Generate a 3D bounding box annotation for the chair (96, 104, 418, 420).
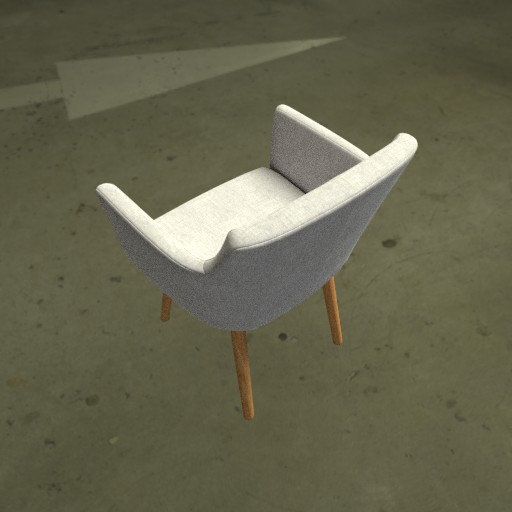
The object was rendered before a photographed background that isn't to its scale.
[{"bbox_3d":[0.000,0.000,1.164,0.570,0.780,0.540,-32,55,-26],"label":"chair"}]
